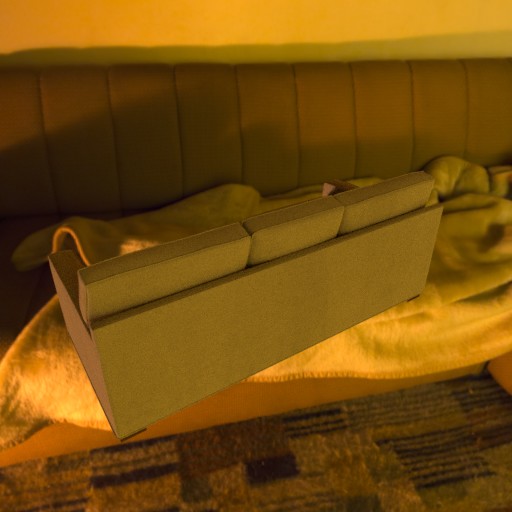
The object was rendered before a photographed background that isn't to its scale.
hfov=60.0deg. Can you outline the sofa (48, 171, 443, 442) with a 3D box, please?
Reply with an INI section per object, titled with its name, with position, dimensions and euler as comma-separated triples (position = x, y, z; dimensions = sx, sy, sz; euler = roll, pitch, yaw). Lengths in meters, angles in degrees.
[sofa]
position = 0.000, 0.000, 2.599
dimensions = 2.093, 0.862, 0.936
euler = -19, 35, -28
